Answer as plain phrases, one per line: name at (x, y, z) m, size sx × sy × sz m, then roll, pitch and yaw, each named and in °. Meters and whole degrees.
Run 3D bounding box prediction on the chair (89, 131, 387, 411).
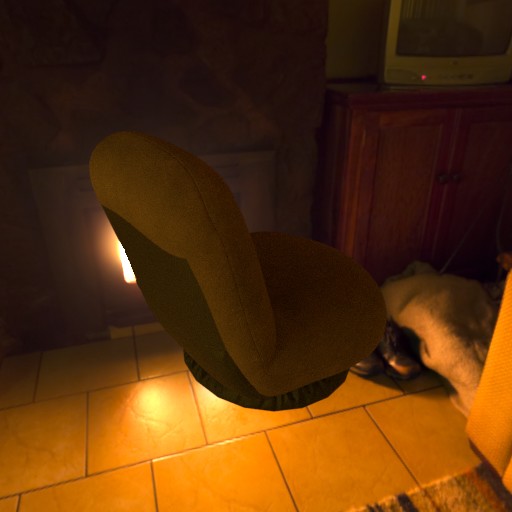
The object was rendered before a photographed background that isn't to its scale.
chair at (0.000, 0.000, 1.011) m, size 0.597 × 0.594 × 0.521 m, roll -19°, pitch 32°, yaw -33°
